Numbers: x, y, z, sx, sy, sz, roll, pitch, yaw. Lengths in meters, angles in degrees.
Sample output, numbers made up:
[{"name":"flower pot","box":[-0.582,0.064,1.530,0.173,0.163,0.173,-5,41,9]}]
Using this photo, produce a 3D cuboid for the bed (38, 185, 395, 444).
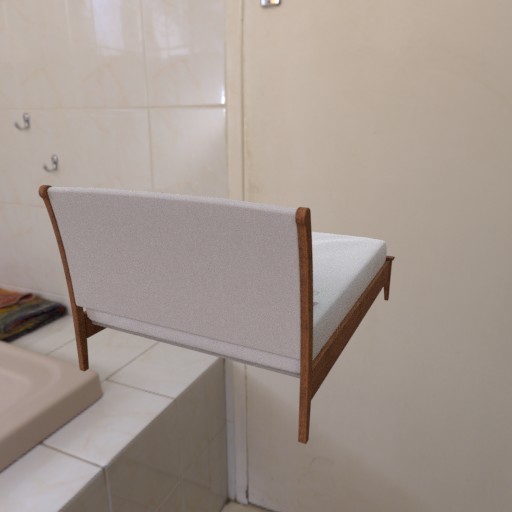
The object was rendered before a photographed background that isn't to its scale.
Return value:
[{"name":"bed","box":[0.000,0.000,3.020,1.502,1.135,2.108,8,19,25]}]
